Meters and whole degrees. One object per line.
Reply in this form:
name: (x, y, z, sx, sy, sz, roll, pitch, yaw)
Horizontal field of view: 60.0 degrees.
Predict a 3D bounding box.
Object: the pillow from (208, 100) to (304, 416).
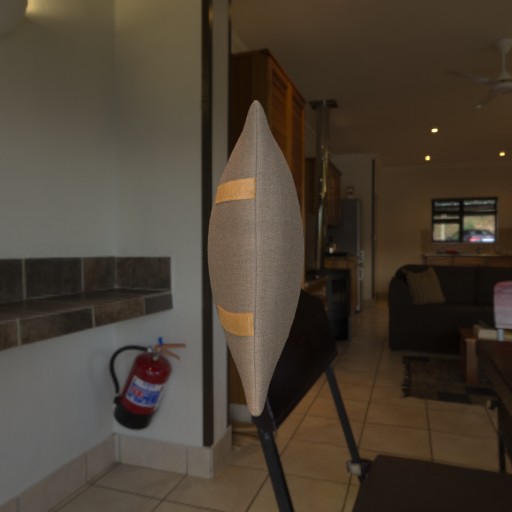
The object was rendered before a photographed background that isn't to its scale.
pillow: (0.000, 0.000, 0.730, 0.148, 0.308, 0.612, 0, 1, 0)
